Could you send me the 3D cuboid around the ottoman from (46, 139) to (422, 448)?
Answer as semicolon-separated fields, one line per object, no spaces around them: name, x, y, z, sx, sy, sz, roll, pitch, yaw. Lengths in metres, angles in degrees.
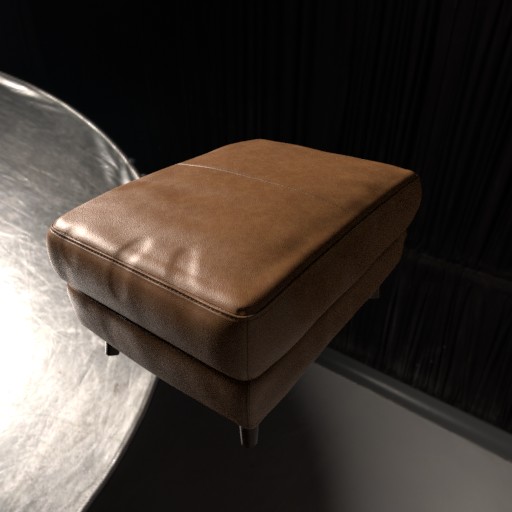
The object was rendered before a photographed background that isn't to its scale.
ottoman;0.000;0.000;1.224;0.630;0.461;0.869;21;37;31
